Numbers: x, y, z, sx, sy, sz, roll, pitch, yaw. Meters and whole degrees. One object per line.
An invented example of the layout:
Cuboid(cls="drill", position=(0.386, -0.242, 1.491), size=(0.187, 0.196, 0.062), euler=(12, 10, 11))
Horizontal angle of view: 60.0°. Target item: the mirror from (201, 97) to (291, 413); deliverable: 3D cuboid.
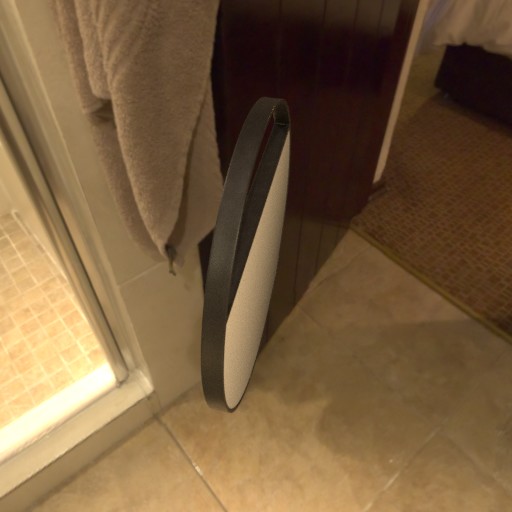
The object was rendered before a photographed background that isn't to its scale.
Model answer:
Cuboid(cls="mirror", position=(0.000, 0.000, 0.837), size=(0.032, 0.565, 0.565), euler=(10, 49, 9))
